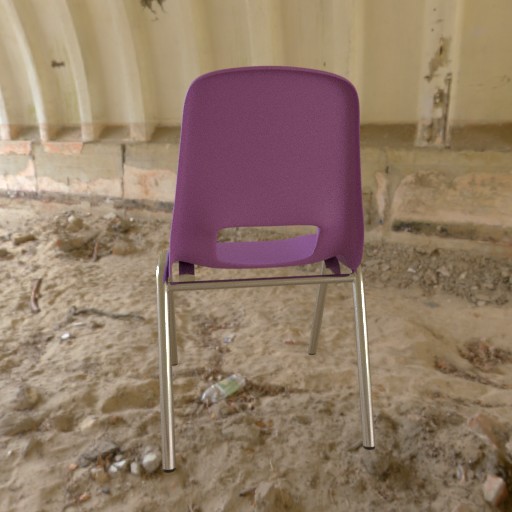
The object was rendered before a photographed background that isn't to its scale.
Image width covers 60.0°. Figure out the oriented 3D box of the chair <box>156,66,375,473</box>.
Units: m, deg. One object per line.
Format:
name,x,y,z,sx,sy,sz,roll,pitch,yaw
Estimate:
chair,0.000,0.000,0.671,0.291,0.493,0.301,-2,15,-9
